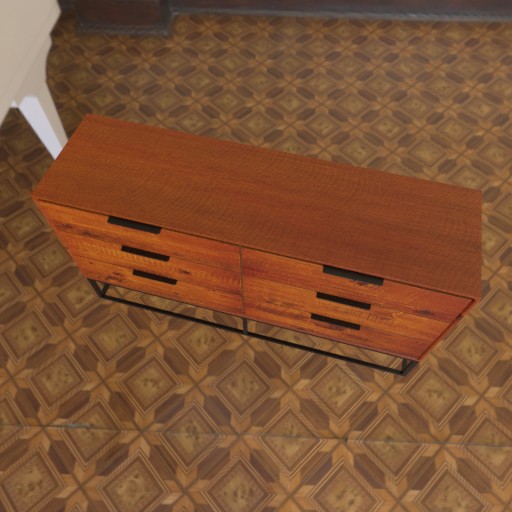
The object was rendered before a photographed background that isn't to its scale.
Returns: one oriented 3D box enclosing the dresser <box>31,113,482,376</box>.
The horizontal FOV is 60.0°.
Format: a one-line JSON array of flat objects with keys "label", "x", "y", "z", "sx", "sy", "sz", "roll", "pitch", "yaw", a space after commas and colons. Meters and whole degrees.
[{"label": "dresser", "x": 0.000, "y": 0.000, "z": 1.904, "sx": 1.536, "sy": 0.810, "sz": 0.464, "roll": 13, "pitch": 59, "yaw": 8}]
